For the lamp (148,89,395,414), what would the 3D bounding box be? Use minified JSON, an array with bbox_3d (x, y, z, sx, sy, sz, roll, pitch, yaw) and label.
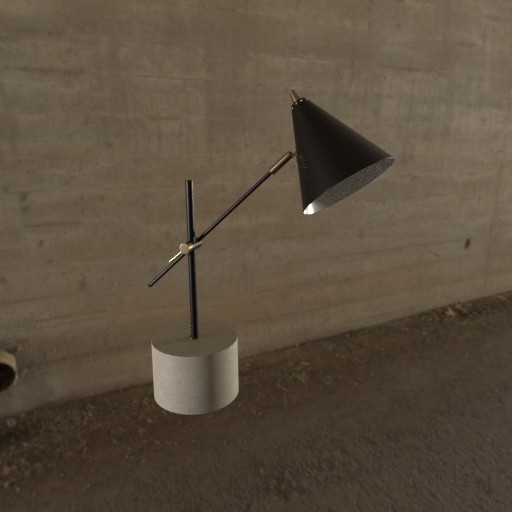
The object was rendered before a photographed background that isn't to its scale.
[{"bbox_3d":[0.000,0.000,0.726,0.403,0.518,0.214,7,16,27],"label":"lamp"}]
